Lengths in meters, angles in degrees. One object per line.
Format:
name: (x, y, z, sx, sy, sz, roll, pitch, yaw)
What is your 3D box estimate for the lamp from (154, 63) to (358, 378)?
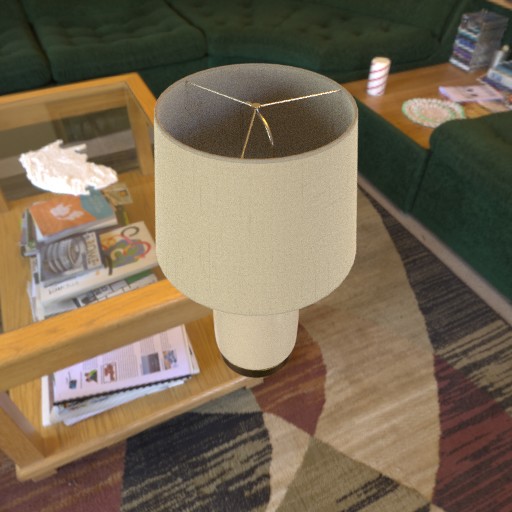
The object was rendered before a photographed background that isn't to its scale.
lamp: (0.000, 0.000, 0.668, 0.285, 0.483, 0.285, 0, 45, 0)
